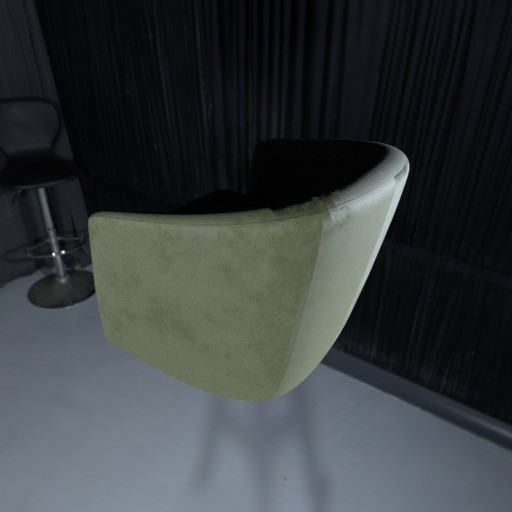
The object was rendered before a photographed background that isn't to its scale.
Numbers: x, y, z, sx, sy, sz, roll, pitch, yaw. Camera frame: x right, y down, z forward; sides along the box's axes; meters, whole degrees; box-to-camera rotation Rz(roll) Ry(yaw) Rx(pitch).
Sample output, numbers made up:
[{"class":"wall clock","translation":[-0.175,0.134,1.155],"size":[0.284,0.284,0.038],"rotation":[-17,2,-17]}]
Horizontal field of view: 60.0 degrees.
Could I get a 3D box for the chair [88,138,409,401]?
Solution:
[{"class":"chair","translation":[0.000,0.000,1.348],"size":[0.767,0.698,0.773],"rotation":[19,36,29]}]
